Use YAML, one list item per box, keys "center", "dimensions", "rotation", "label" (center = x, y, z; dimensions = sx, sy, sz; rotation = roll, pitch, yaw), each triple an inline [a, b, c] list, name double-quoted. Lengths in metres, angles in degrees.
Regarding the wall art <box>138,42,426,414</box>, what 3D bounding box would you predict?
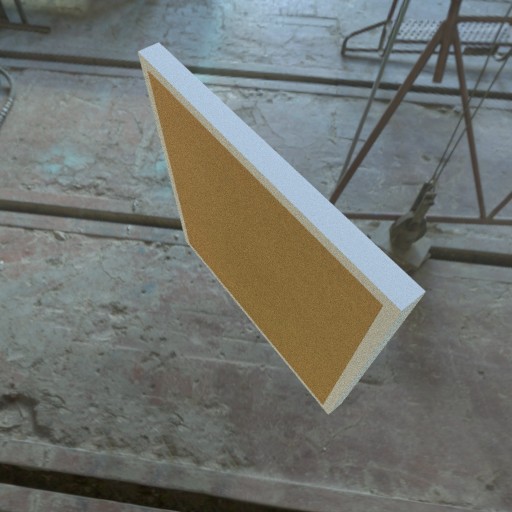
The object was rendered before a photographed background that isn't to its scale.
- center: [0.000, 0.000, 0.757]
  dimensions: [0.035, 0.507, 0.508]
  rotation: [-34, 65, -18]
  label: "wall art"
